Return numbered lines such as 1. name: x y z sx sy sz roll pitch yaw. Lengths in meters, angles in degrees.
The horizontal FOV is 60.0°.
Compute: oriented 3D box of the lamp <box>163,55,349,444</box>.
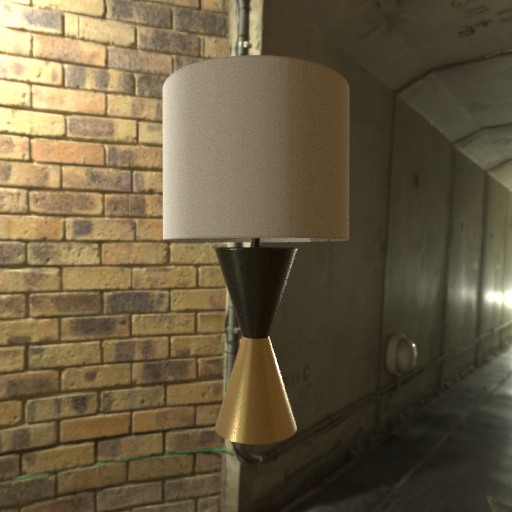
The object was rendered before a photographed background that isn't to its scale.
1. lamp: 0.000 0.000 0.740 0.304 0.573 0.304 0 1 1
